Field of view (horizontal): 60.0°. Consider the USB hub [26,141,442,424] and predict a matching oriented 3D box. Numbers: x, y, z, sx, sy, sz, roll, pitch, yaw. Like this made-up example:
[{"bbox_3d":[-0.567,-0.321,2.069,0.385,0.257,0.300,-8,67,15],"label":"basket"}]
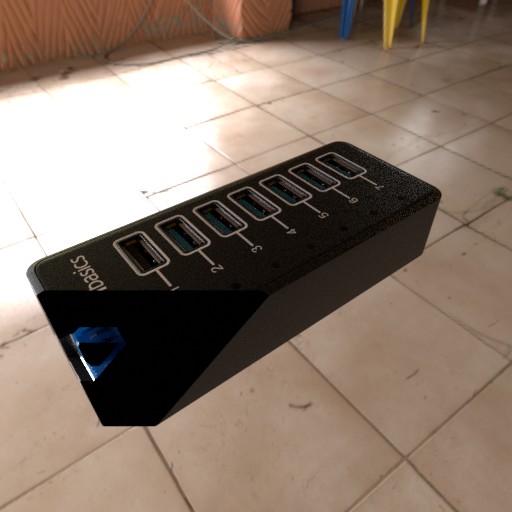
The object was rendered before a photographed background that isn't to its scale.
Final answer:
[{"bbox_3d":[0.000,0.000,0.126,0.110,0.023,0.044,-27,48,-27],"label":"USB hub"}]
